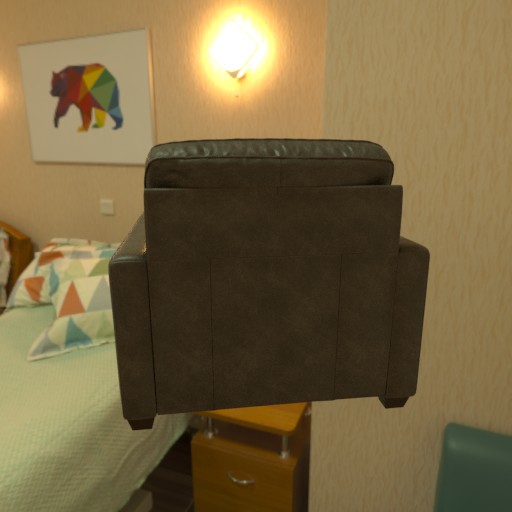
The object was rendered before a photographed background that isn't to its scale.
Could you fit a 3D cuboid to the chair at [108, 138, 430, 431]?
[{"bbox_3d":[0.000,0.000,1.793,1.006,0.916,0.939,-2,15,-8],"label":"chair"}]
